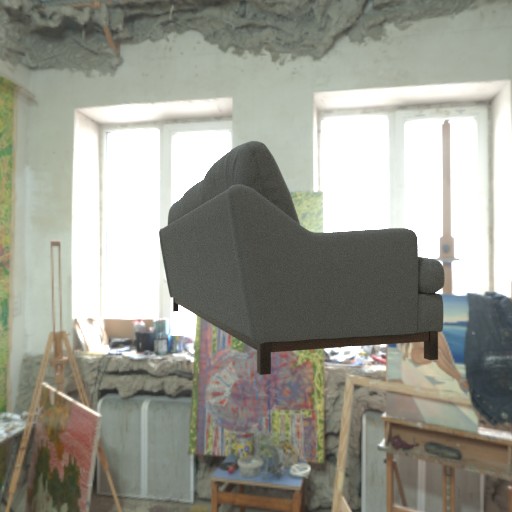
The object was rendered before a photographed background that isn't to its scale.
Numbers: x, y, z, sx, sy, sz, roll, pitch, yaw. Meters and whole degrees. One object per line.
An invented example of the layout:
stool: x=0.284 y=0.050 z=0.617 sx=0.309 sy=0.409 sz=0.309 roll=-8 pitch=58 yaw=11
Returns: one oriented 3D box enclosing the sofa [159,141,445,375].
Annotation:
sofa: x=0.000 y=0.000 z=2.863 sx=0.987 sy=0.926 sz=2.344 roll=0 pitch=-1 yaw=-19
